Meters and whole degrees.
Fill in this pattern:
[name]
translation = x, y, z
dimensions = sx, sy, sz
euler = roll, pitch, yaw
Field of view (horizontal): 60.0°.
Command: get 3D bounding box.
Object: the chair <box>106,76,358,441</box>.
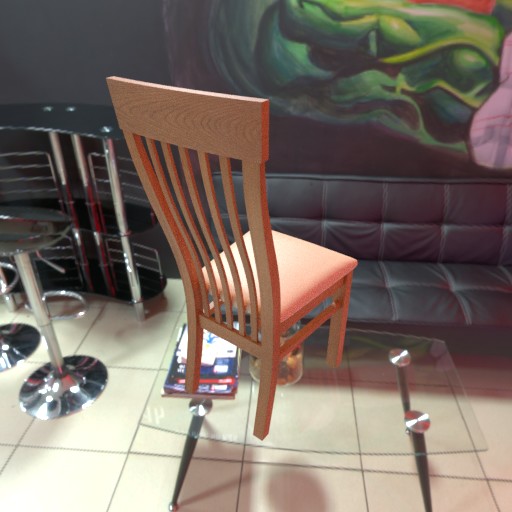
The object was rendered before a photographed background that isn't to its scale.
[chair]
translation = 0.000, 0.000, 1.358
dimensions = 0.450, 1.050, 0.580
euler = 21, 36, 32
